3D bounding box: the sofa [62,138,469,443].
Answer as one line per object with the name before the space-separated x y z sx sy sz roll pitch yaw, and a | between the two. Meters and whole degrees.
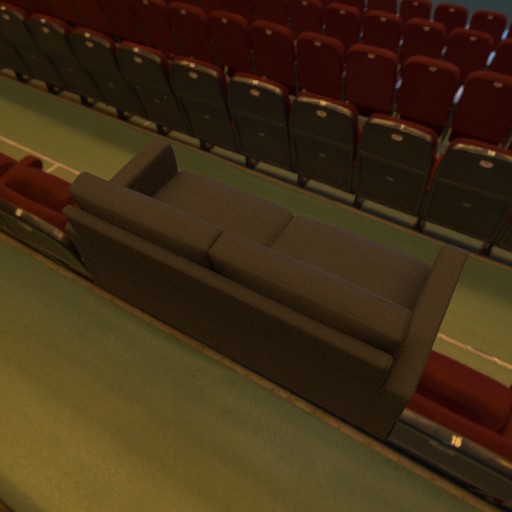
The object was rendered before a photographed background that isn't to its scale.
sofa | 0.000 0.000 2.276 1.852 0.839 0.898 24 52 20
